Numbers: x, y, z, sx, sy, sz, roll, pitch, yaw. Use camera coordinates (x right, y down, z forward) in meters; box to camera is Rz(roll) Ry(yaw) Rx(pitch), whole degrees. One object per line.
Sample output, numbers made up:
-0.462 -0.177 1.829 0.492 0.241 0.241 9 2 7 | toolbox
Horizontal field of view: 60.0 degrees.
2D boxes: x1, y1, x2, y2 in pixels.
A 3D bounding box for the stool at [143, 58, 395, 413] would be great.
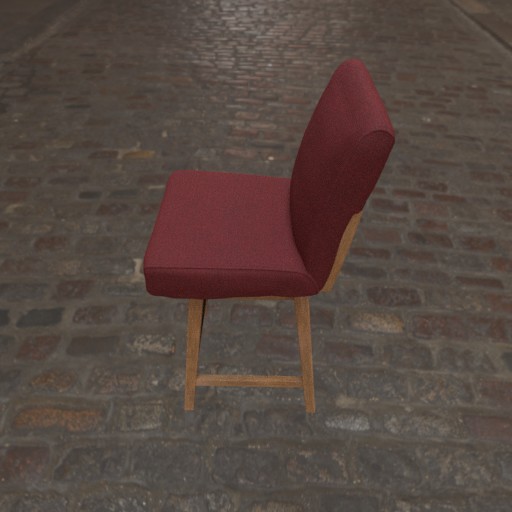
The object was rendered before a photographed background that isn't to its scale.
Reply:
0.000 0.000 1.338 0.562 1.038 0.468 1 42 1 | stool
